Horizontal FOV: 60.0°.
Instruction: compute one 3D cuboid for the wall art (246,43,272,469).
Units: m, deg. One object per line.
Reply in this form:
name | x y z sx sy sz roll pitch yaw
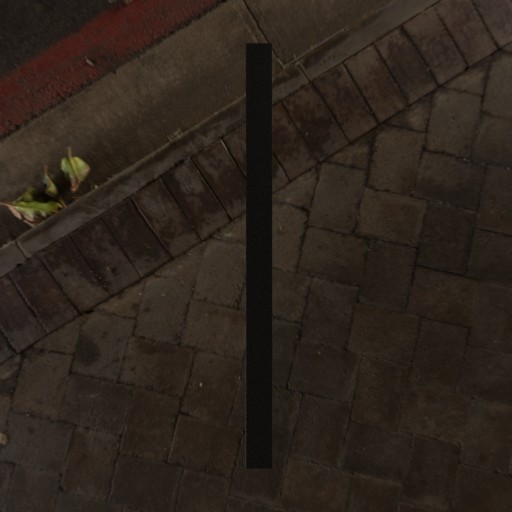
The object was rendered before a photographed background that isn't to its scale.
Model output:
wall art | 0.000 0.000 0.755 0.029 0.559 0.457 0 90 -1
